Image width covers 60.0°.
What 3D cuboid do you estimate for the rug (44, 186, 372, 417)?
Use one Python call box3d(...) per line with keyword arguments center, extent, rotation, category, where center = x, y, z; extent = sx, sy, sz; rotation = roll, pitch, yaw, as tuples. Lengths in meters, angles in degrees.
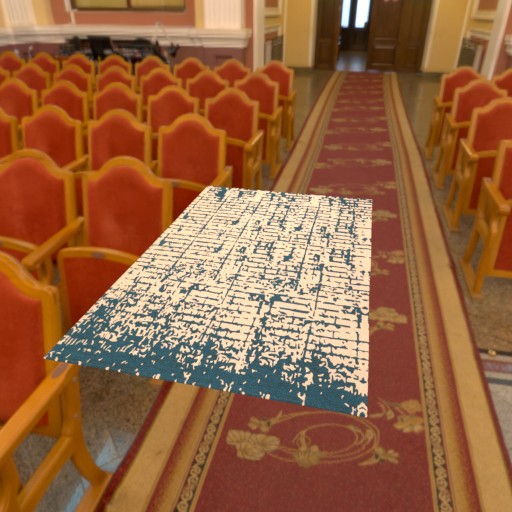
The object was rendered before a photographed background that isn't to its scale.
box3d(center=(0.000, 0.000, 3.004), extent=(1.517, 0.011, 2.435), rotation=(7, 30, 12), category="rug")
